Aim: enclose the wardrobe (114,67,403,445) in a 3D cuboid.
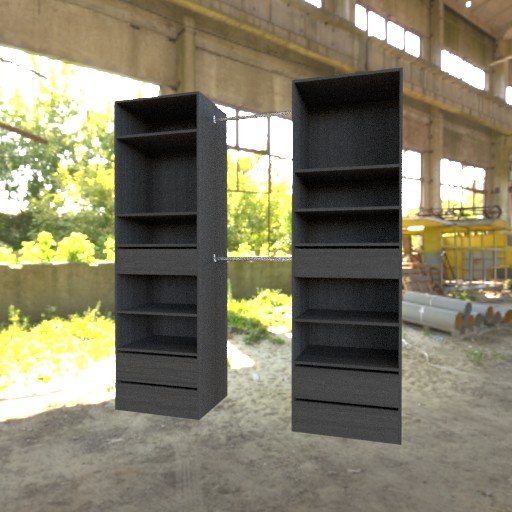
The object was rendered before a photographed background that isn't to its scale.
[{"bbox_3d":[0.000,0.000,2.839,1.770,2.000,0.480,0,1,17],"label":"wardrobe"}]
